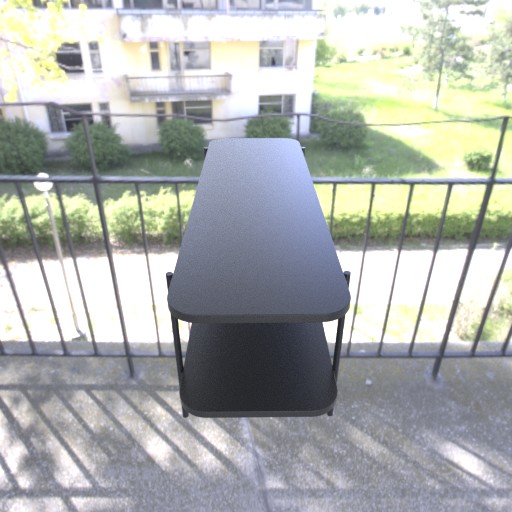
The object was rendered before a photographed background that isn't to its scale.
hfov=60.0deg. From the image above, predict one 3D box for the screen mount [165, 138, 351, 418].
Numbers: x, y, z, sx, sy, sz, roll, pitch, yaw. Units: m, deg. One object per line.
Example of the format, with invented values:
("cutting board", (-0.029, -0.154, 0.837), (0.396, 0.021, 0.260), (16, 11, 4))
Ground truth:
("screen mount", (0.000, 0.000, 1.459), (0.400, 0.447, 1.200), (0, 30, -1))
